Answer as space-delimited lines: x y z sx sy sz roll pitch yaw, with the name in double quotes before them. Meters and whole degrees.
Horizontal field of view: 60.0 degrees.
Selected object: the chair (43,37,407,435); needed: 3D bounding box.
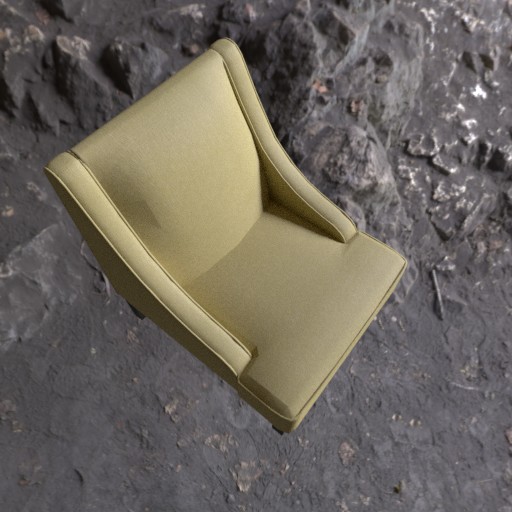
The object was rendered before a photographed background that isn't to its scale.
"chair" 0.000 0.000 1.452 0.814 0.896 0.696 34 65 19
